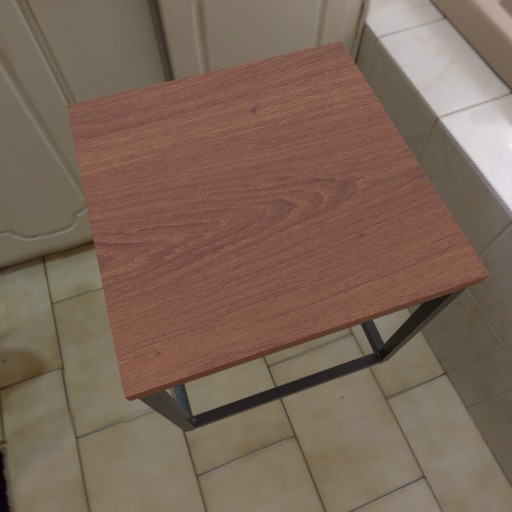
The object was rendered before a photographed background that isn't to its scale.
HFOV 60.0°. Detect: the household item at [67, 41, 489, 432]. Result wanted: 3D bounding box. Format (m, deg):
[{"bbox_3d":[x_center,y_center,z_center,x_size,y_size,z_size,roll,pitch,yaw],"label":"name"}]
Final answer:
[{"bbox_3d":[0.000,0.000,0.716,0.400,0.400,0.400,-17,64,-8],"label":"household item"}]
